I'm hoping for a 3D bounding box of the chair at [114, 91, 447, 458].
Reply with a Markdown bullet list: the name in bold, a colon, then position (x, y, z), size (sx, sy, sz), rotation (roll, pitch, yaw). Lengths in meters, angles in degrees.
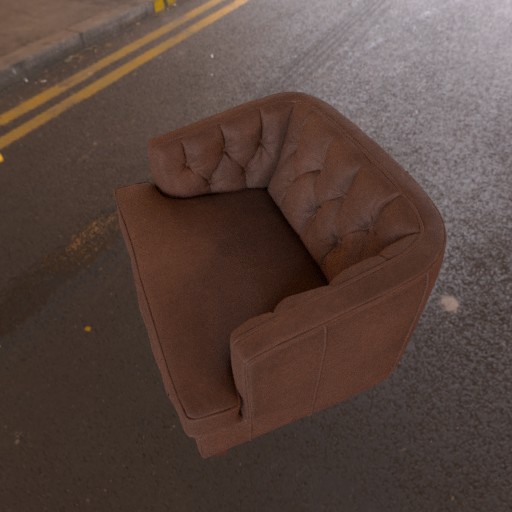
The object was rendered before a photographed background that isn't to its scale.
- **chair**: position (0.000, 0.000, 1.668), size (0.914, 0.787, 1.118), rotation (-16, 48, -15)
